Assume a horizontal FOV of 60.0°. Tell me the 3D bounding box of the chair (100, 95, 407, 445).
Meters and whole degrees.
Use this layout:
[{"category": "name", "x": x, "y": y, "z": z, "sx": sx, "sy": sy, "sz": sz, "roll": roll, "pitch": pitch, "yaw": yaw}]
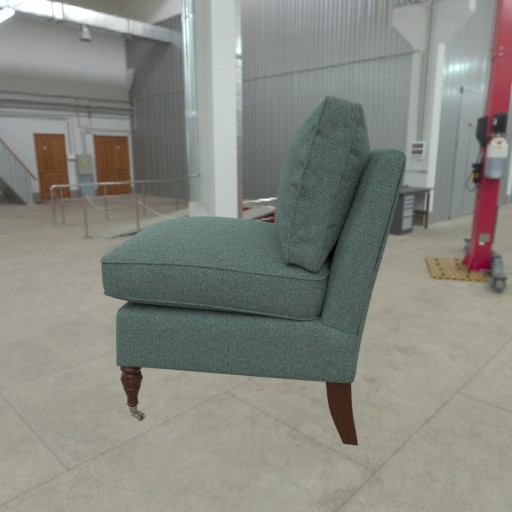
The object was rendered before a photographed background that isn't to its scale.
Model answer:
[{"category": "chair", "x": 0.000, "y": 0.000, "z": 1.421, "sx": 0.796, "sy": 0.901, "sz": 0.624, "roll": 2, "pitch": 13, "yaw": 9}]
